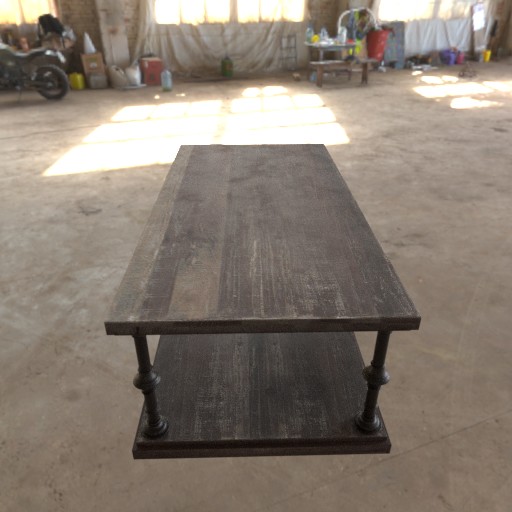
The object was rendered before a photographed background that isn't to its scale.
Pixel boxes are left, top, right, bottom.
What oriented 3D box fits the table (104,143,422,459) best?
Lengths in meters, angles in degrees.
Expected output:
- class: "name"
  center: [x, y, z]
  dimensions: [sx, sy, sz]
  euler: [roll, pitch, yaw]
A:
- class: "table"
  center: [0.000, 0.000, 1.336]
  dimensions: [0.554, 0.373, 1.088]
  euler: [-1, 30, -1]
